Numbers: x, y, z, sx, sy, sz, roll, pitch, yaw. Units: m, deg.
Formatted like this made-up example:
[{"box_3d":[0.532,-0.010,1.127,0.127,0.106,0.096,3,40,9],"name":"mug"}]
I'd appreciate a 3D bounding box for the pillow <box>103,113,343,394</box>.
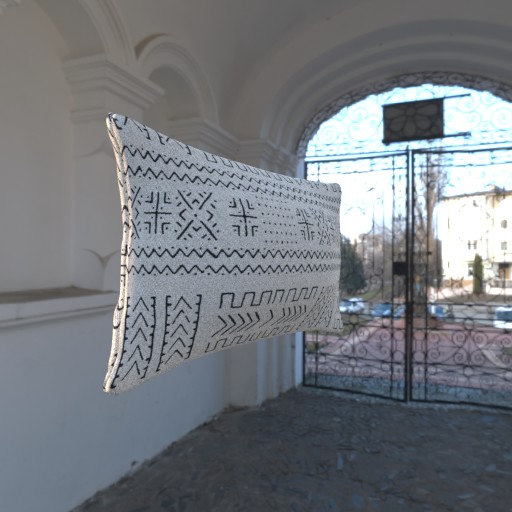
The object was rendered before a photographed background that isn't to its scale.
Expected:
[{"box_3d":[0.000,0.000,0.798,0.188,0.352,0.637,-1,-1,37],"name":"pillow"}]
